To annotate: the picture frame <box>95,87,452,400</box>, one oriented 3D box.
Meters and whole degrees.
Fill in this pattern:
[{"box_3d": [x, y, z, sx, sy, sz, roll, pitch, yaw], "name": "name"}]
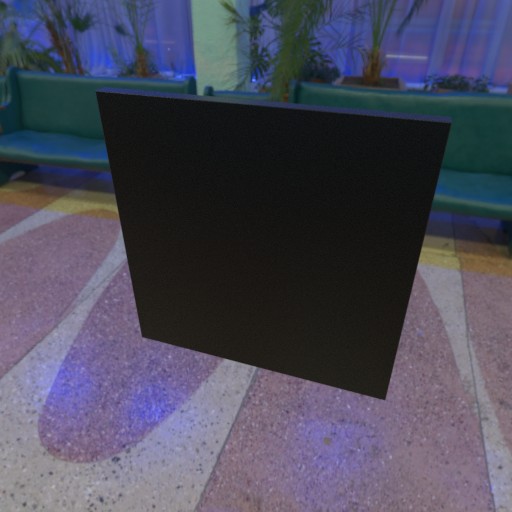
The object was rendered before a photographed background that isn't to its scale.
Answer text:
[{"box_3d": [0.000, 0.000, 0.826, 0.559, 0.557, 0.029, 11, 34, 16], "name": "picture frame"}]
